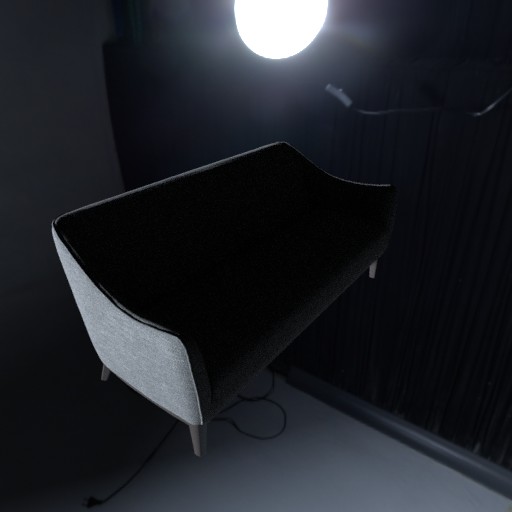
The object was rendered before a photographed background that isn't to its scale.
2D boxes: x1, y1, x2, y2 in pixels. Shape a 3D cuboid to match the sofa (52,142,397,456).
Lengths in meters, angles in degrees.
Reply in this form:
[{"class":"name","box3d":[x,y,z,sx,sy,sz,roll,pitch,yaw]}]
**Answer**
[{"class":"sofa","box3d":[0.000,0.000,2.388,0.867,0.829,1.928,18,32,31]}]
